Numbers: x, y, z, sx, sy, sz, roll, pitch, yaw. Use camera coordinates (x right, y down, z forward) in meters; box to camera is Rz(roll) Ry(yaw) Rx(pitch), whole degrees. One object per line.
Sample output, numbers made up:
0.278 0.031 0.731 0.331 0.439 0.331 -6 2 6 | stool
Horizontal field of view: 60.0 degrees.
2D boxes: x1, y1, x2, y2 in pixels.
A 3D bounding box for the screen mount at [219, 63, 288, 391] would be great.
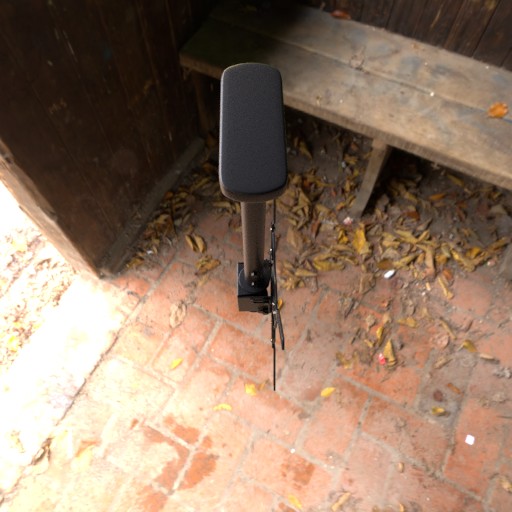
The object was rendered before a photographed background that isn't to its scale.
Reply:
0.000 0.000 0.869 0.090 0.729 0.393 -1 63 -1 | screen mount
